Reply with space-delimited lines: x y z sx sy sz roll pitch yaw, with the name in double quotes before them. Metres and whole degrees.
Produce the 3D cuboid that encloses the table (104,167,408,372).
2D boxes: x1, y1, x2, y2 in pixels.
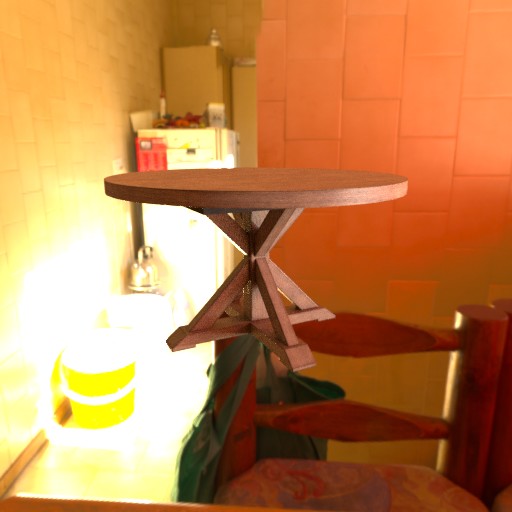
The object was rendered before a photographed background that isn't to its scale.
"table" 0.000 0.000 2.182 1.363 0.781 1.363 0 14 0
